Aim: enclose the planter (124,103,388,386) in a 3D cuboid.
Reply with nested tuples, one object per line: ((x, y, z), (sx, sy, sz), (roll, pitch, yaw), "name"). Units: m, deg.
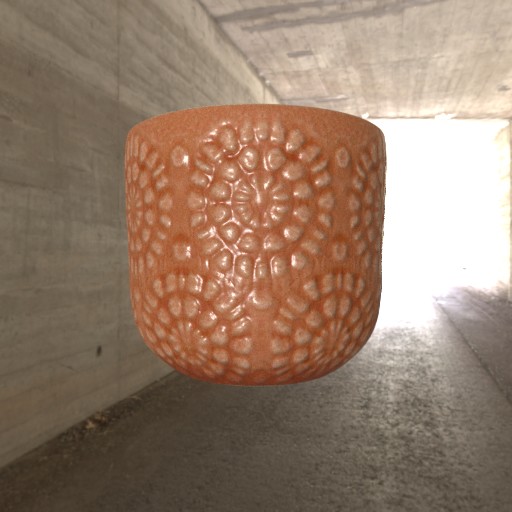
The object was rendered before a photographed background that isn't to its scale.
((0.000, 0.000, 0.218), (0.124, 0.109, 0.124), (0, 0, 0), "planter")
